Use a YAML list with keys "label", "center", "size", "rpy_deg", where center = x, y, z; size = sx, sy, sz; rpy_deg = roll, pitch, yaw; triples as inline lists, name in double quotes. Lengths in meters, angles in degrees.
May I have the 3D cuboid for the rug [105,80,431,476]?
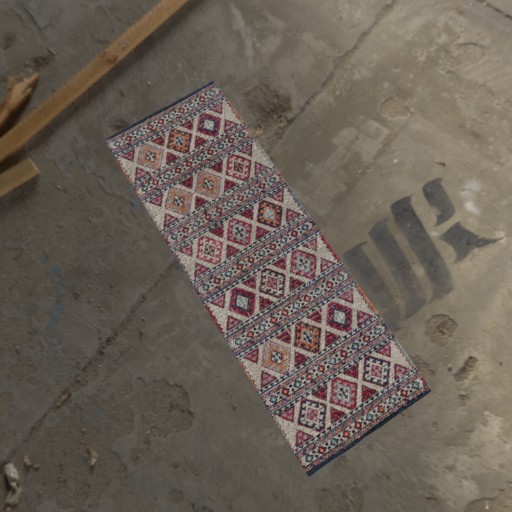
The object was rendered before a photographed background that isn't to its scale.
- label: "rug"
  center: [0.000, 0.000, 2.665]
  size: [0.832, 0.008, 2.362]
  rpy_deg: [-32, 78, -8]
